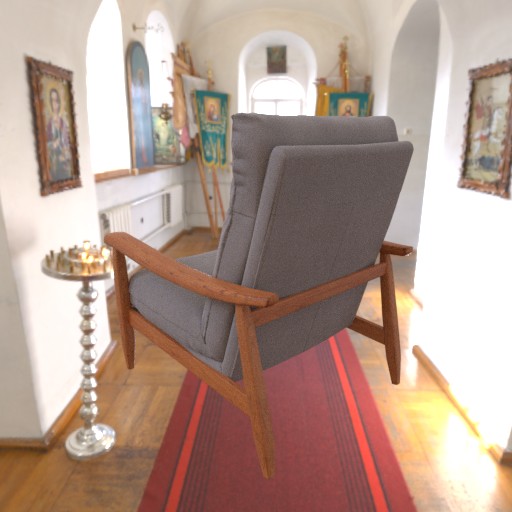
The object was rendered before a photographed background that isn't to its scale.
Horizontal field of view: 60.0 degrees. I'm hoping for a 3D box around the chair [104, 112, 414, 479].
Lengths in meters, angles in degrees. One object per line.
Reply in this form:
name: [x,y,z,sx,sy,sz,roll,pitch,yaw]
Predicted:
chair: [0.000,0.000,1.530,0.782,0.922,0.816,-15,22,-41]
